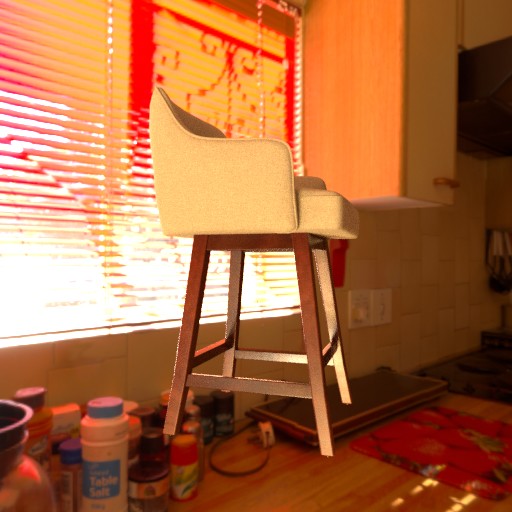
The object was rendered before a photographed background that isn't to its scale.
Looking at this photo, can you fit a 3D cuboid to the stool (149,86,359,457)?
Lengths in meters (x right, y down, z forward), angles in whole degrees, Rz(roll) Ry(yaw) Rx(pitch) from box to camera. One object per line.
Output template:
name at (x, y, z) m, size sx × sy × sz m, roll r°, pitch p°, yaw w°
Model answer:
stool at (0.000, 0.000, 1.302) m, size 0.560 × 0.936 × 0.550 m, roll 0°, pitch -1°, yaw 18°
